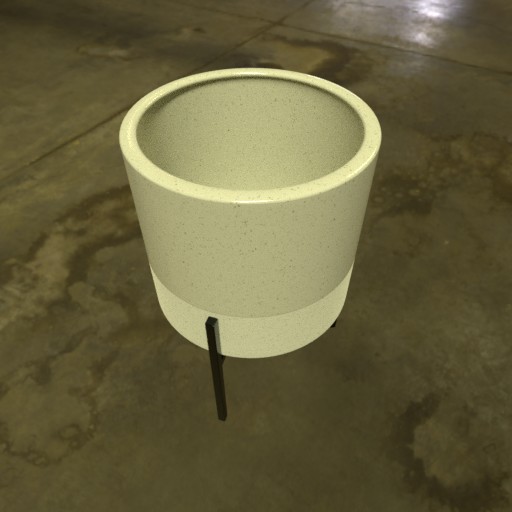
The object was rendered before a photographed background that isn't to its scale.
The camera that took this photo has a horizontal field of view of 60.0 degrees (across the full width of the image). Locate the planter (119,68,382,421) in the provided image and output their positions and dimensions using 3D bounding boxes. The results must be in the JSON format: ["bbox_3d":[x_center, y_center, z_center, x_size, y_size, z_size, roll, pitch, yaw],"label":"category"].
[{"bbox_3d":[0.000,0.000,0.343,0.159,0.230,0.152,-9,46,-9],"label":"planter"}]
